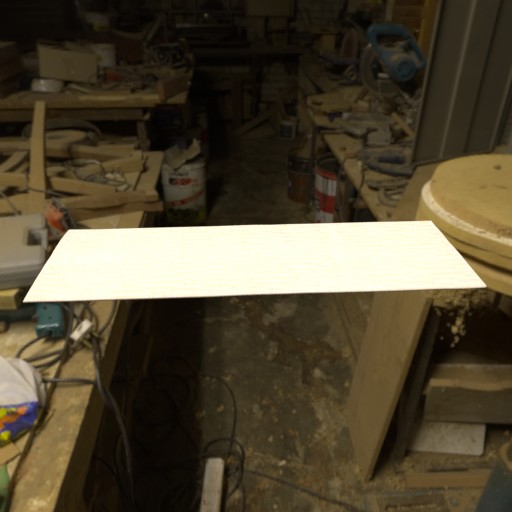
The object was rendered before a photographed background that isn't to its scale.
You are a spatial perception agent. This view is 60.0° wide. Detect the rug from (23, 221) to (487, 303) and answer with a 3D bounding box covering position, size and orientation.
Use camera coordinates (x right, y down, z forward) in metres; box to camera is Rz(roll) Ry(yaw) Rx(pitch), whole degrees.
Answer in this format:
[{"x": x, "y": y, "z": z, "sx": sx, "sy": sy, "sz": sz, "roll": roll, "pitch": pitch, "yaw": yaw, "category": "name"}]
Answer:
[{"x": 0.000, "y": 0.000, "z": 2.647, "sx": 2.450, "sy": 0.014, "sz": 0.793, "roll": -2, "pitch": 31, "yaw": -3, "category": "rug"}]
